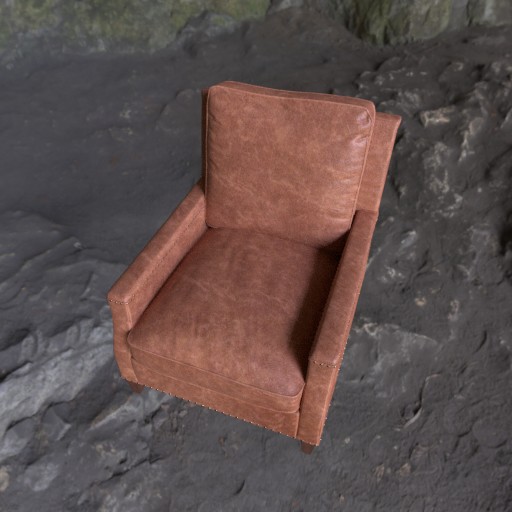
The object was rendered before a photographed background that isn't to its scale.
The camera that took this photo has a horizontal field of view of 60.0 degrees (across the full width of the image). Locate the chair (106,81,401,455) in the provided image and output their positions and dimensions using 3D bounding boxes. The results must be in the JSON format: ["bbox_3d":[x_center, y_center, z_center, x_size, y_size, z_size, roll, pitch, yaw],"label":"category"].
[{"bbox_3d":[0.000,0.000,1.801,0.854,1.054,1.035,14,44,15],"label":"chair"}]
